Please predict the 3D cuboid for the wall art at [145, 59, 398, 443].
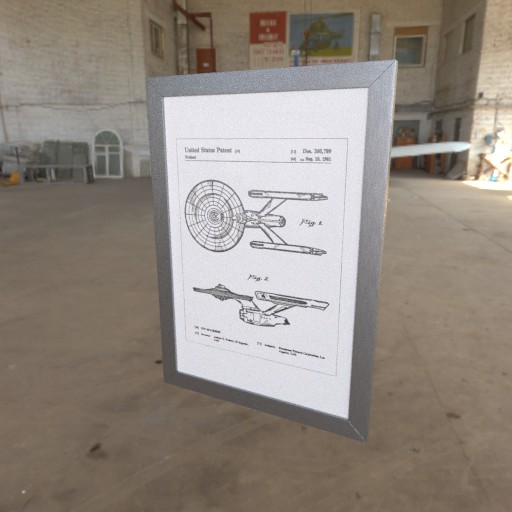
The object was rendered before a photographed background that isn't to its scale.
[{"bbox_3d":[0.000,0.000,0.678,0.376,0.529,0.013,8,17,26],"label":"wall art"}]
